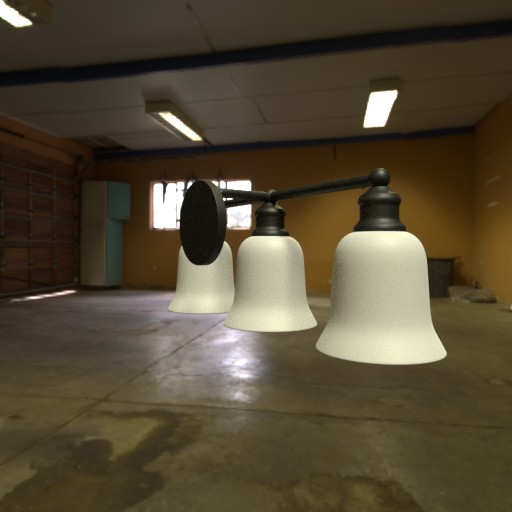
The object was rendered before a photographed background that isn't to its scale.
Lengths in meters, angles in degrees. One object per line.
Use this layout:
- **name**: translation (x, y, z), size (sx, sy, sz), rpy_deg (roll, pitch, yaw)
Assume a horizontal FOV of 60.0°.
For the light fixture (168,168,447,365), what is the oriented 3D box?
- **light fixture**: translation (0.000, 0.000, 0.672), size (0.198, 0.211, 0.570), rpy_deg (-1, 1, -34)
